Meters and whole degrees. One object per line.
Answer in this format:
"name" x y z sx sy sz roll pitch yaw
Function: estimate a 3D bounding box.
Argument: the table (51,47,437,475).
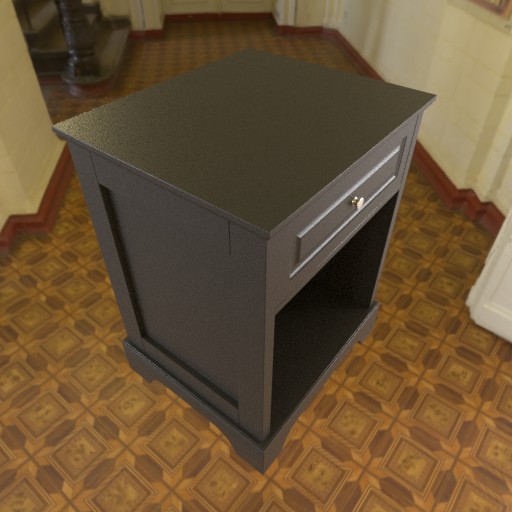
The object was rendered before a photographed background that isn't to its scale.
"table" 0.000 0.000 0.890 0.399 0.610 0.460 28 49 27
